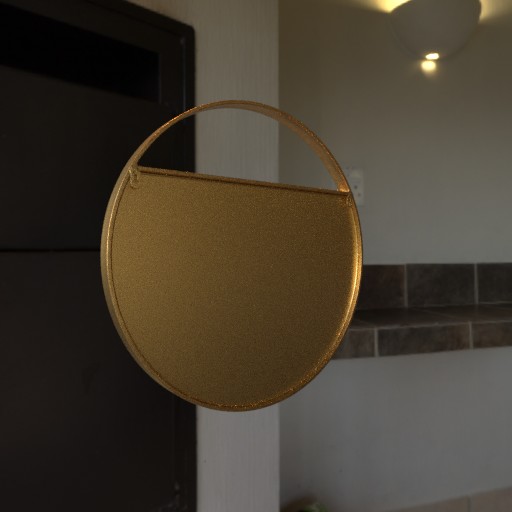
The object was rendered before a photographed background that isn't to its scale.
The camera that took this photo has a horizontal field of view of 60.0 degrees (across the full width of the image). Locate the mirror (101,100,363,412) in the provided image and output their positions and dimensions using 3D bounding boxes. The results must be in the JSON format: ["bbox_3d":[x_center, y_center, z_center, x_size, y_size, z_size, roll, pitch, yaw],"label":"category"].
[{"bbox_3d":[0.000,0.000,0.832,0.565,0.565,0.032,0,0,-36],"label":"mirror"}]
